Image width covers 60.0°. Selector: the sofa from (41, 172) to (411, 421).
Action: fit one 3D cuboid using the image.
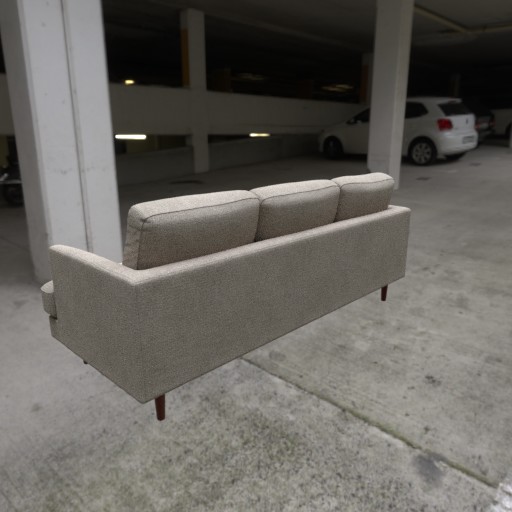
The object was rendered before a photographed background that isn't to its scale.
[{"bbox_3d":[0.000,0.000,2.704,0.903,0.930,2.246,15,21,42],"label":"sofa"}]
